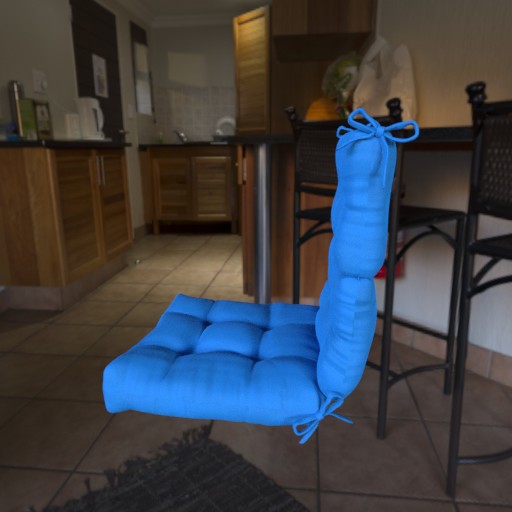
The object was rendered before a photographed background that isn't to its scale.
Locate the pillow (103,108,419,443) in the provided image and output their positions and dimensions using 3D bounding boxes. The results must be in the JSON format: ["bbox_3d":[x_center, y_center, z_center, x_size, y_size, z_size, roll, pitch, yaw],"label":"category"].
[{"bbox_3d":[0.000,0.000,1.001,0.571,0.605,0.519,2,15,8],"label":"pillow"}]
